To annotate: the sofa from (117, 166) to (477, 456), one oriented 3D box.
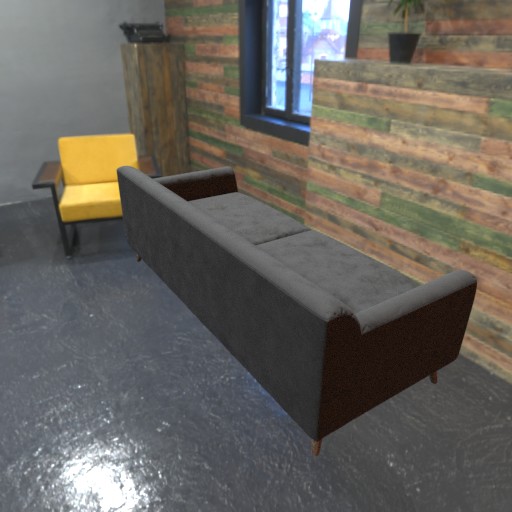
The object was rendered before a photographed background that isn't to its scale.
[{"bbox_3d":[0.000,0.000,2.611,0.900,0.740,2.190,-16,31,-29],"label":"sofa"}]
